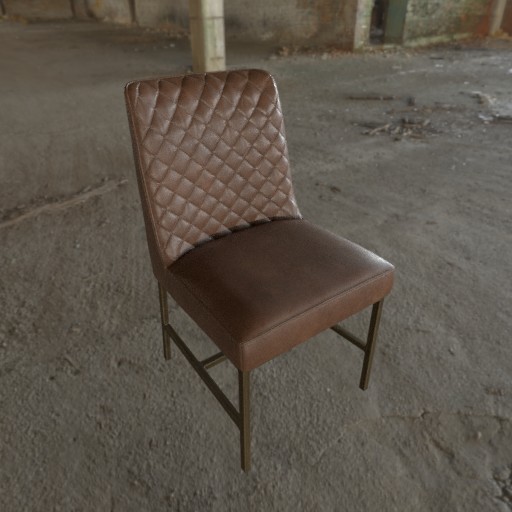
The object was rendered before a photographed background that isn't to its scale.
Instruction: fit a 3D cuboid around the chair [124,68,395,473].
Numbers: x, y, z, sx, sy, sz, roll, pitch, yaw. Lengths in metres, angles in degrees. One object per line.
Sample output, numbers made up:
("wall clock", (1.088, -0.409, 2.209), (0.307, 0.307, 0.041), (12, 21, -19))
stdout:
("chair", (0.000, 0.000, 1.236), (0.508, 0.889, 0.587), (-21, 37, -31))
